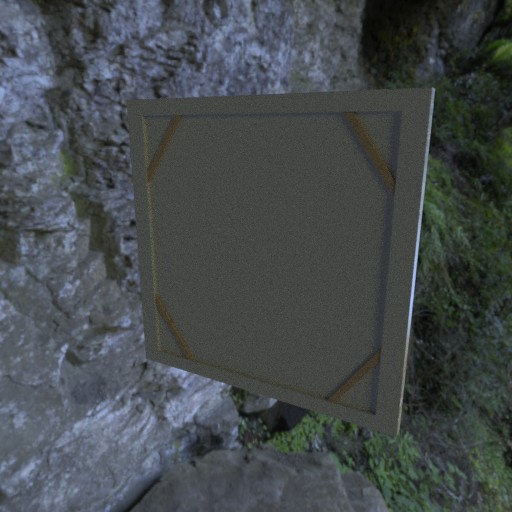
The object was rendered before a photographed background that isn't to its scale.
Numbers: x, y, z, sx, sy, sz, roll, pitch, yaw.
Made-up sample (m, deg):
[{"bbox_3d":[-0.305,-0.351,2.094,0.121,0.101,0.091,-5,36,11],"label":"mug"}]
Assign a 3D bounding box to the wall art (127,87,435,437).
[{"bbox_3d":[0.000,0.000,1.596,1.092,1.091,0.051,9,18,28],"label":"wall art"}]
